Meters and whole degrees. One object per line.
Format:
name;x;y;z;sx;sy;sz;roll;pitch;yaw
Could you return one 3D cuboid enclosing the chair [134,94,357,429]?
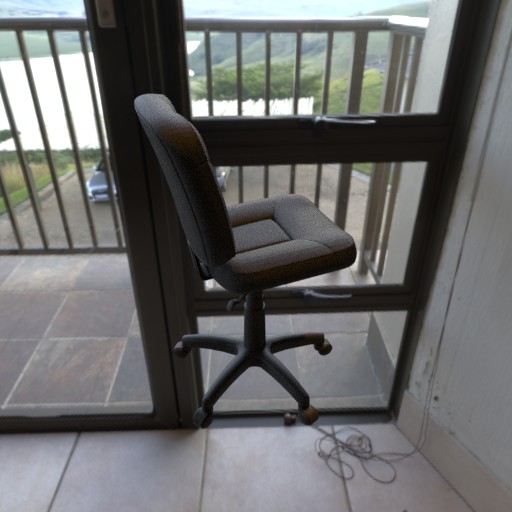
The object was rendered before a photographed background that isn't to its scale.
chair;0.000;0.000;1.390;0.610;0.972;0.610;-10;32;-17
